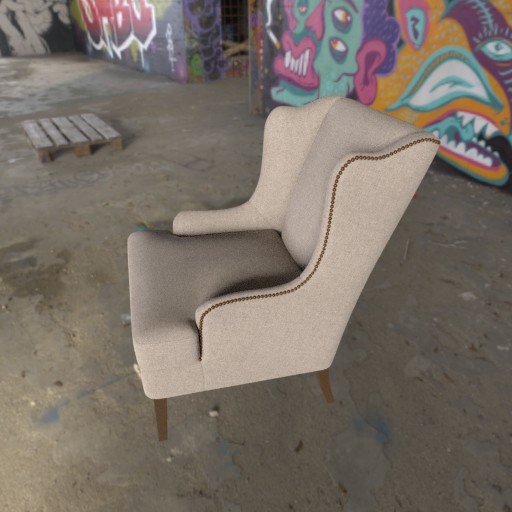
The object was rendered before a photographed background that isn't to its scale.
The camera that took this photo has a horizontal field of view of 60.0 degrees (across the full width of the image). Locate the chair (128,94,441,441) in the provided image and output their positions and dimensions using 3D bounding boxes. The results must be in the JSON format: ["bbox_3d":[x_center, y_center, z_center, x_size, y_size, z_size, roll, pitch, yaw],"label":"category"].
[{"bbox_3d":[0.000,0.000,1.665,0.940,1.029,0.737,-8,31,-13],"label":"chair"}]
